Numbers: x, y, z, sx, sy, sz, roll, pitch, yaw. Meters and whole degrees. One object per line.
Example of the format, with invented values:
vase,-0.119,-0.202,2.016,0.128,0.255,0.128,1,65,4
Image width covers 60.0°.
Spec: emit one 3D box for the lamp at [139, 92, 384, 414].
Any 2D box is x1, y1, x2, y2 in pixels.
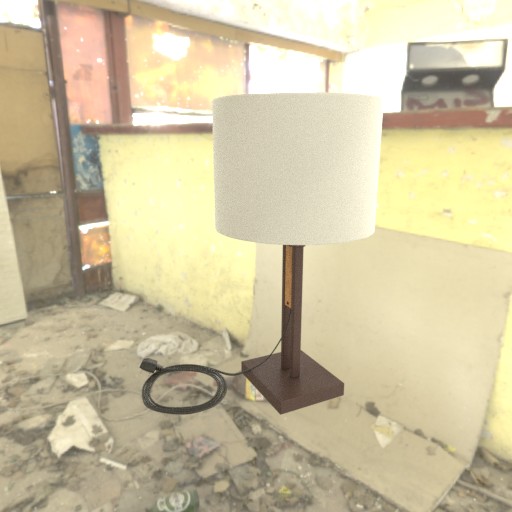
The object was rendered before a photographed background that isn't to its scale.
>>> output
lamp,0.000,0.000,1.001,0.525,0.668,0.396,-7,17,-26
